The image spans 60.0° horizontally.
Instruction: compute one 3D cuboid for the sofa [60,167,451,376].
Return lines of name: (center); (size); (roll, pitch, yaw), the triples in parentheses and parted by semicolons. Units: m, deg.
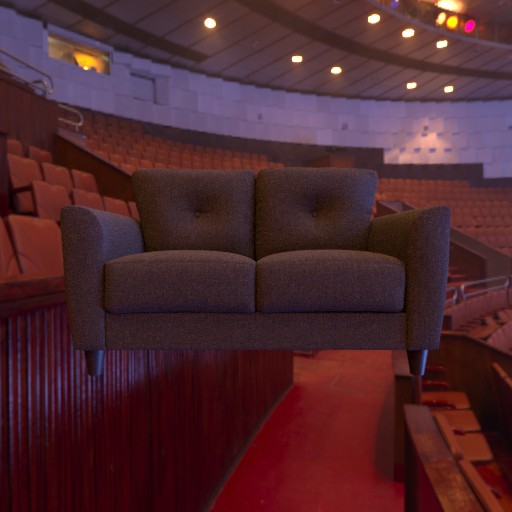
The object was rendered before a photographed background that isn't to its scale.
sofa: (0.000, 0.000, 2.006); (1.423, 0.885, 0.851); (0, 1, 0)
